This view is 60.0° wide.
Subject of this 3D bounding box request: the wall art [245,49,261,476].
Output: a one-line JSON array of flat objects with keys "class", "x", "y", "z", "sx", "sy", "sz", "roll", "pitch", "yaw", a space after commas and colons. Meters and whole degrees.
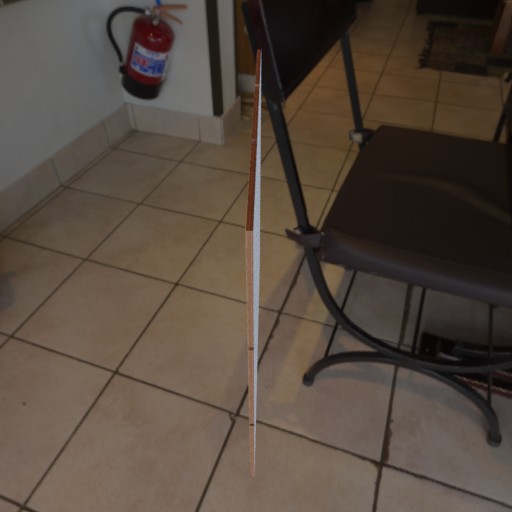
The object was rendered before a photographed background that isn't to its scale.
[{"class": "wall art", "x": 0.000, "y": 0.000, "z": 1.833, "sx": 0.017, "sy": 1.246, "sz": 1.256, "roll": 1, "pitch": 41, "yaw": 1}]
